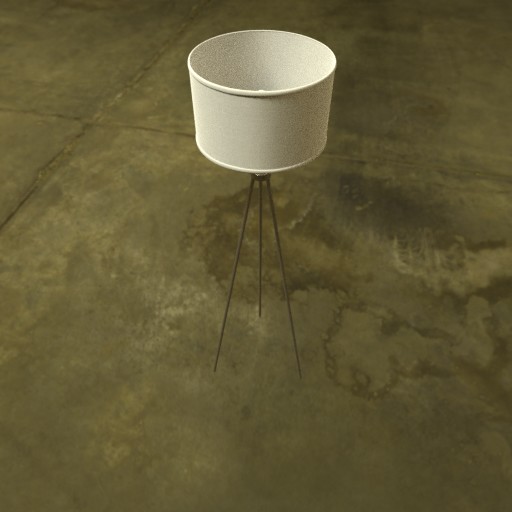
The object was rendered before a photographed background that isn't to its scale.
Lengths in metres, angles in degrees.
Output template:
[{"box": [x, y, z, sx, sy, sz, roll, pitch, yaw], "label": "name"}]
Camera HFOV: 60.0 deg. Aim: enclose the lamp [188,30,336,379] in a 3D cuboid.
[{"box": [0.000, 0.000, 1.766, 0.458, 1.545, 0.448, -24, 51, -21], "label": "lamp"}]
